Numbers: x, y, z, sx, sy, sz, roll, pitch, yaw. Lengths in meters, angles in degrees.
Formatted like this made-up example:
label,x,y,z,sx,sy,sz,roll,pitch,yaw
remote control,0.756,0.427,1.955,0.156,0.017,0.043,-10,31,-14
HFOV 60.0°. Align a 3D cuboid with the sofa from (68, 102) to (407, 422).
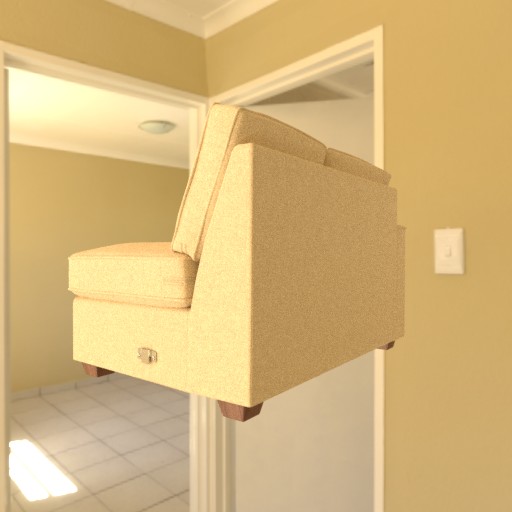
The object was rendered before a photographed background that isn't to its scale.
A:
label,x,y,z,sx,sy,sz,roll,pitch,yaw
sofa,0.000,0.000,2.104,0.991,0.989,1.388,1,1,37
